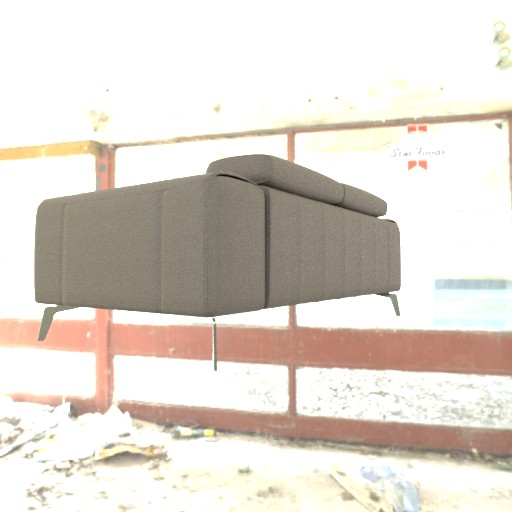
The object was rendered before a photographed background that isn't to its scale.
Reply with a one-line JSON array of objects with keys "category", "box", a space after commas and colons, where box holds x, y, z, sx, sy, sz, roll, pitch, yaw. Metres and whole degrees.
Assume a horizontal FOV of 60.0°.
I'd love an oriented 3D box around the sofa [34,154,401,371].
[{"category": "sofa", "box": [0.000, 0.000, 2.398, 1.024, 0.753, 1.930, -1, -2, 34]}]
